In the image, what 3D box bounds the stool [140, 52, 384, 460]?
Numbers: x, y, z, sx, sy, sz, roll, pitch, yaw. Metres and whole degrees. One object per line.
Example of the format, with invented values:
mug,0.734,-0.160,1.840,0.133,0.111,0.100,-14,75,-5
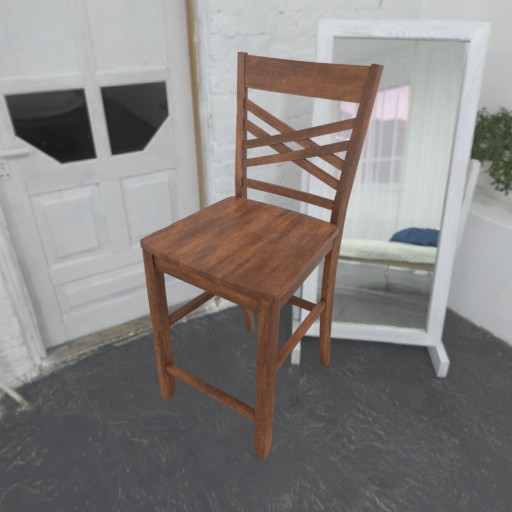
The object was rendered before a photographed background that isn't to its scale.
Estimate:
stool,0.000,0.000,1.369,0.462,1.079,0.539,20,37,29
